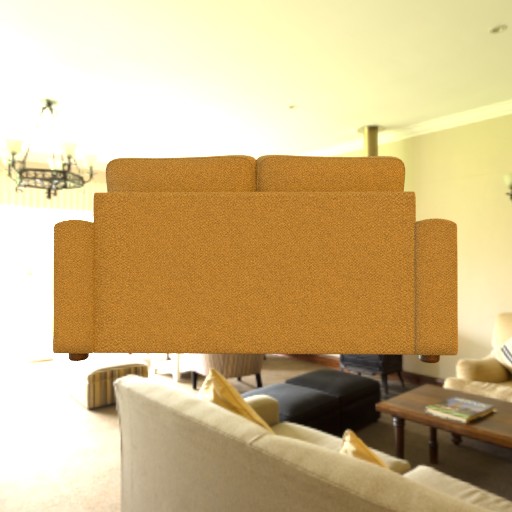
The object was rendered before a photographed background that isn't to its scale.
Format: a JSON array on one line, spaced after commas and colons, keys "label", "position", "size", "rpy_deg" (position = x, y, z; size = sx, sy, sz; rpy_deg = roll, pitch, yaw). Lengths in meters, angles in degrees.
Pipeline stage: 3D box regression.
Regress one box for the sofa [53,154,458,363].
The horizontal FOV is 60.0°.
[{"label": "sofa", "position": [0.000, 0.000, 2.260], "size": [1.616, 0.873, 1.016], "rpy_deg": [0, -1, 1]}]
